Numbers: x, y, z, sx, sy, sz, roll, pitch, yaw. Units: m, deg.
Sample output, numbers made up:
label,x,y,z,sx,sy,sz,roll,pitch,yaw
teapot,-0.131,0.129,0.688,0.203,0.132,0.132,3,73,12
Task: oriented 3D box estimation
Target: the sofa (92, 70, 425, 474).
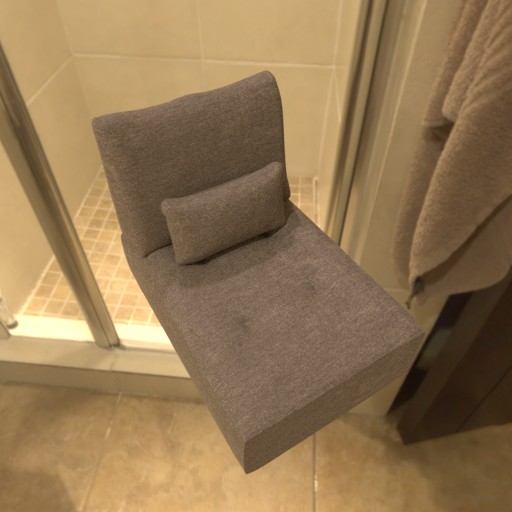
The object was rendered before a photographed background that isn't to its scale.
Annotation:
label,x,y,z,sx,sy,sz,roll,pitch,yaw
sofa,0.000,0.000,1.534,0.700,0.820,1.000,-24,51,-21
